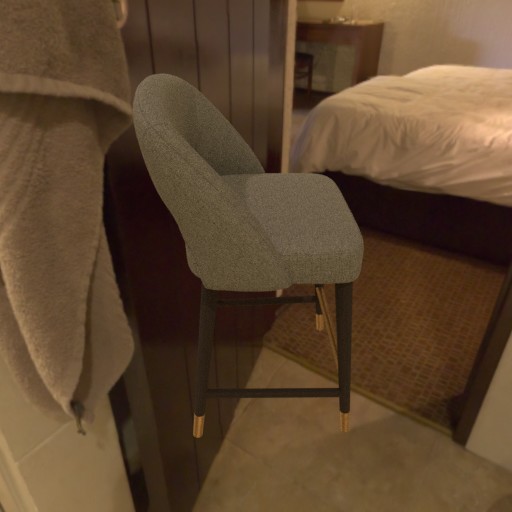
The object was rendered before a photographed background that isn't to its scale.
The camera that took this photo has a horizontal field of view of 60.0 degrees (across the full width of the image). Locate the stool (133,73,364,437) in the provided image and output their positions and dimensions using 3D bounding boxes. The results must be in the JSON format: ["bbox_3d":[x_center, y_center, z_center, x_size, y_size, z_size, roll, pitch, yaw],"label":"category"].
[{"bbox_3d":[0.000,0.000,1.223,0.524,0.925,0.536,-1,32,-2],"label":"stool"}]
